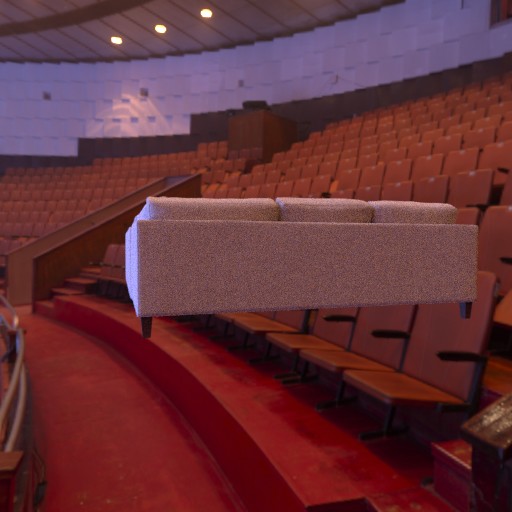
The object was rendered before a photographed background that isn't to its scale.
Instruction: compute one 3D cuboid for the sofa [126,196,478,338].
[{"bbox_3d":[0.000,0.000,4.381,2.432,0.863,3.182,0,1,-17],"label":"sofa"}]
